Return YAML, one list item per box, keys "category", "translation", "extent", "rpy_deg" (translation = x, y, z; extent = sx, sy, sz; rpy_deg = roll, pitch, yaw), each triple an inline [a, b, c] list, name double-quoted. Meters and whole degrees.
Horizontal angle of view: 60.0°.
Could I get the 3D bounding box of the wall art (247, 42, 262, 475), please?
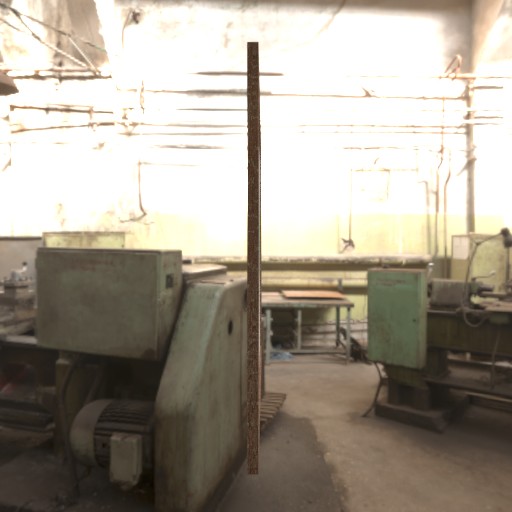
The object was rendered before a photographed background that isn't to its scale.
- category: "wall art"
  translation: [0.000, 0.000, 0.585]
  extent: [0.012, 0.384, 0.384]
  rpy_deg: [0, 1, 1]
